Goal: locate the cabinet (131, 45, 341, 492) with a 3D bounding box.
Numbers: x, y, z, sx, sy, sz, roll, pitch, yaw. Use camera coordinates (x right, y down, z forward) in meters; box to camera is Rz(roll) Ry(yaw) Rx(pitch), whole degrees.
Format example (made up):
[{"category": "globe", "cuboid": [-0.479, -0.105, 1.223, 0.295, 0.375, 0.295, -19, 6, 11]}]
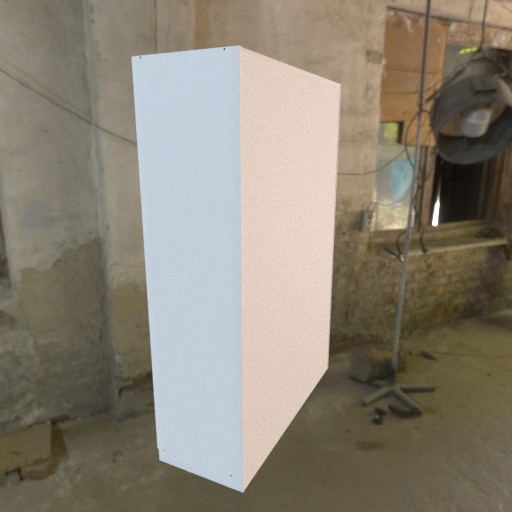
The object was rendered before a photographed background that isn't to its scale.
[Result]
[{"category": "cabinet", "cuboid": [0.000, 0.000, 2.483, 0.510, 1.910, 1.290, 7, 17, 26]}]
